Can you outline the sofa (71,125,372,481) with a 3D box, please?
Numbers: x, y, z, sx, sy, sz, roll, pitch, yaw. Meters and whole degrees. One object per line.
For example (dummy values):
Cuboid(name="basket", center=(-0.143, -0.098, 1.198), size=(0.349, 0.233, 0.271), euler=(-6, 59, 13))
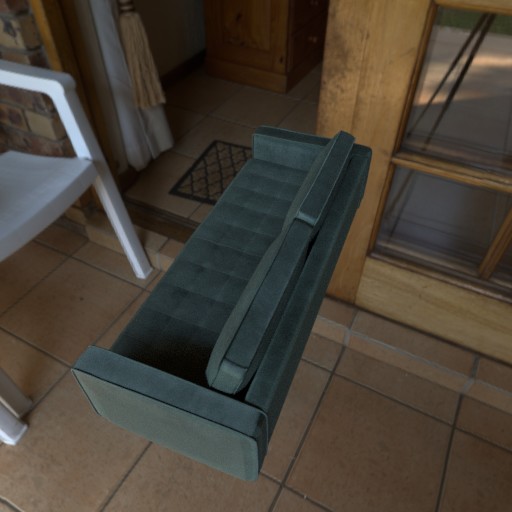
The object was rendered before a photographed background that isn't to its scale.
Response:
Cuboid(name="sofa", center=(0.000, 0.000, 2.609), size=(0.886, 0.781, 2.214), euler=(16, 48, 15))
